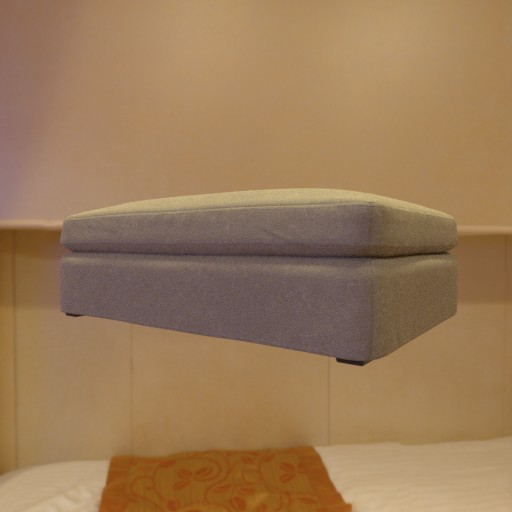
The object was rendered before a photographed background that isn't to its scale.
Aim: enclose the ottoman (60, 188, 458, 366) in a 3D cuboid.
[{"bbox_3d":[0.000,0.000,1.574,1.199,0.429,0.840,1,2,36],"label":"ottoman"}]
